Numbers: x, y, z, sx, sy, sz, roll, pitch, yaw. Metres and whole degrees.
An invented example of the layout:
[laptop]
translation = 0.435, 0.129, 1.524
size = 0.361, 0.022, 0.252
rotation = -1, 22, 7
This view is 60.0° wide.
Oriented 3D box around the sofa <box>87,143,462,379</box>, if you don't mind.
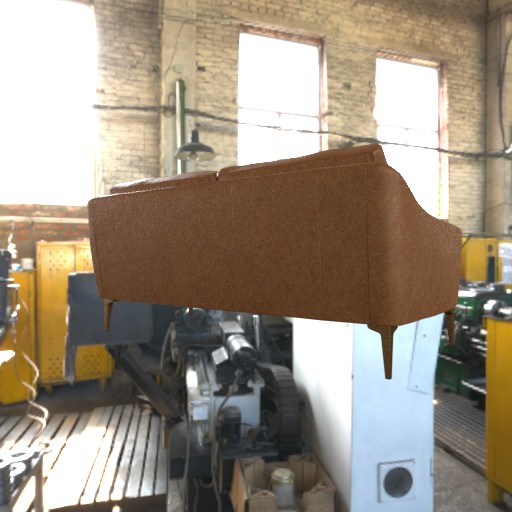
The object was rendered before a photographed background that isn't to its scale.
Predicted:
[sofa]
translation = 0.000, 0.000, 2.548
size = 2.036, 0.945, 0.981
rotation = 0, 0, 36
